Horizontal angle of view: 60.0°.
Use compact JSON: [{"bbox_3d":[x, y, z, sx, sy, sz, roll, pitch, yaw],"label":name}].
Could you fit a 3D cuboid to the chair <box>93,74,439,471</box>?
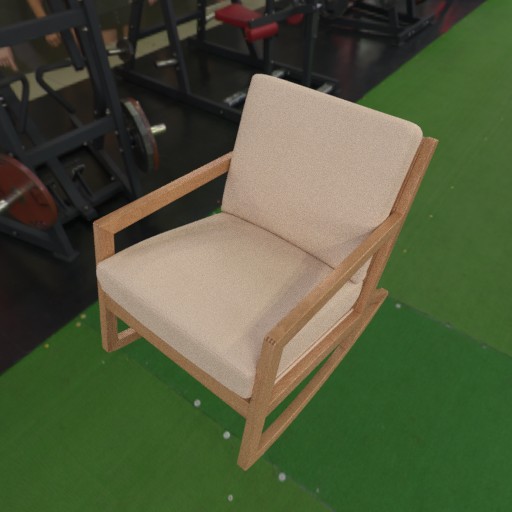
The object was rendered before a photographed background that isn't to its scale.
[{"bbox_3d":[0.000,0.000,1.365,0.622,0.790,0.857,30,52,27],"label":"chair"}]
